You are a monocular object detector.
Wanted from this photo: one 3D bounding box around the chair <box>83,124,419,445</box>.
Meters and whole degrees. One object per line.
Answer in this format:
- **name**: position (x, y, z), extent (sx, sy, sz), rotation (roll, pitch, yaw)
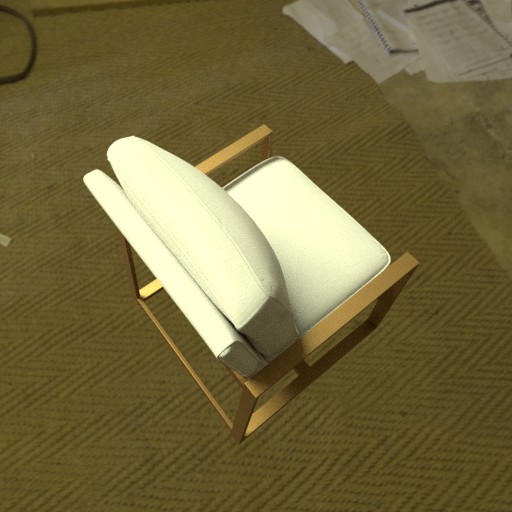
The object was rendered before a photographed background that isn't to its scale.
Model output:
- **chair**: position (0.000, 0.000, 1.579), extent (0.813, 0.966, 0.805), rotation (-35, 66, -18)
